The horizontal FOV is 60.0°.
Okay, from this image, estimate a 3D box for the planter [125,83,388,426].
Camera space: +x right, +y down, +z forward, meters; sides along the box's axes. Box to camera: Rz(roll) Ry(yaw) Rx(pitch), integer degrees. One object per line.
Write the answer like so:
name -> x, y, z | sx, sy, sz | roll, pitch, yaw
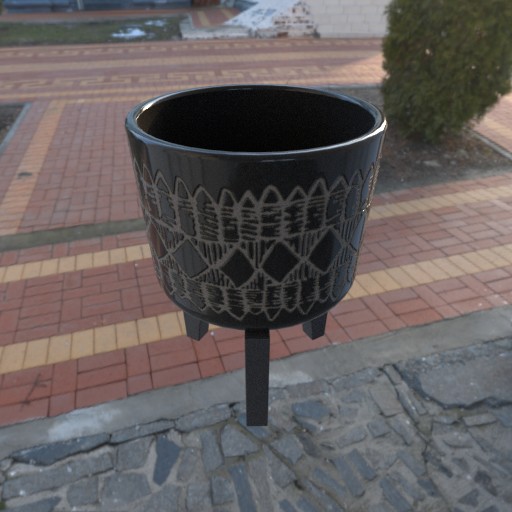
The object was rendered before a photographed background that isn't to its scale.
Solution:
planter -> 0.000, 0.000, 0.410 | 0.196, 0.264, 0.196 | 0, 33, -1
